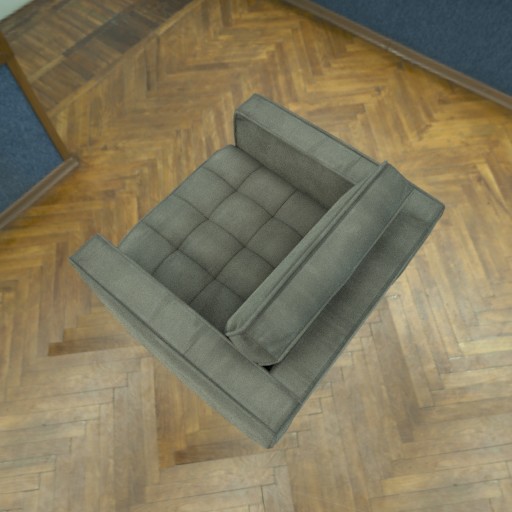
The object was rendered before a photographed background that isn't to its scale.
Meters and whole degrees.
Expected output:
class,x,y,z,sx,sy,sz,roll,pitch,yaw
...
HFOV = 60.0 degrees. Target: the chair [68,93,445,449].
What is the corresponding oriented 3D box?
class,x,y,z,sx,sy,sz,roll,pitch,yaw
chair,0.000,0.000,1.523,0.843,0.773,0.928,36,69,17
